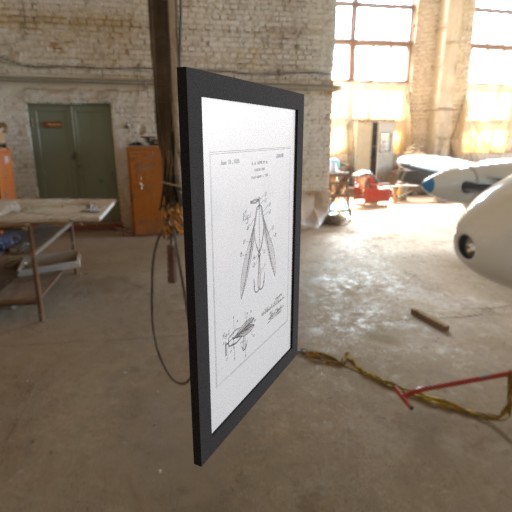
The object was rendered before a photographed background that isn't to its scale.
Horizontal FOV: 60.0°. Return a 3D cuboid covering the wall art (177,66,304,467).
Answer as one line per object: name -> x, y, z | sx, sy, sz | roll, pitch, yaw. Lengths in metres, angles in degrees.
wall art -> 0.000, 0.000, 0.734 | 0.013, 0.534, 0.380 | 7, 17, 25
